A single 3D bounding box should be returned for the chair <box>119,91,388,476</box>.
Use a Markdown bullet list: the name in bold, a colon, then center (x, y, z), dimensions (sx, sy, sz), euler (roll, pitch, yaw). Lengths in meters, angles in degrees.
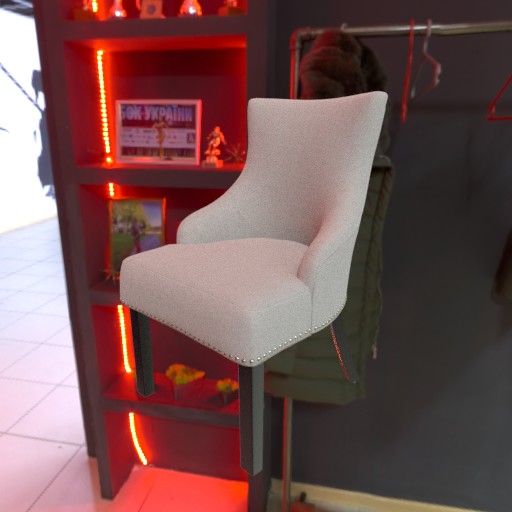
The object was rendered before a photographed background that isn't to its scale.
- **chair**: center (0.000, 0.000, 1.300), dimensions (0.566, 0.909, 0.629), euler (15, 22, 42)
